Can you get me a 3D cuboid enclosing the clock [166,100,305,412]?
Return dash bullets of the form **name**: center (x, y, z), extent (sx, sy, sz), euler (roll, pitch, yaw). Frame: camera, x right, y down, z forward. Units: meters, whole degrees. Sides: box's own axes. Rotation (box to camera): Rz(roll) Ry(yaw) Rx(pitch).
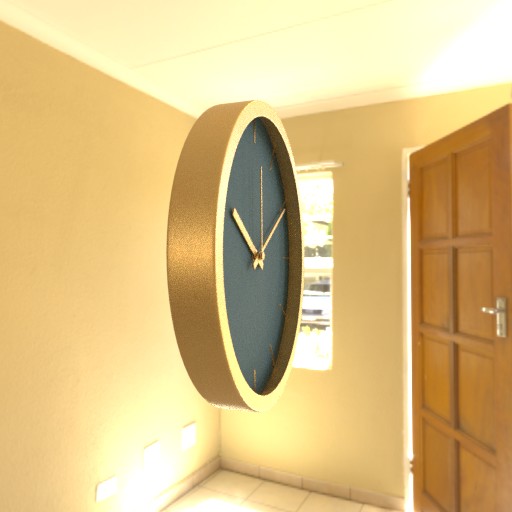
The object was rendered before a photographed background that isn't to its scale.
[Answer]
- **clock**: center (0.000, 0.000, 0.475), extent (0.040, 0.314, 0.314), euler (0, -1, 18)
